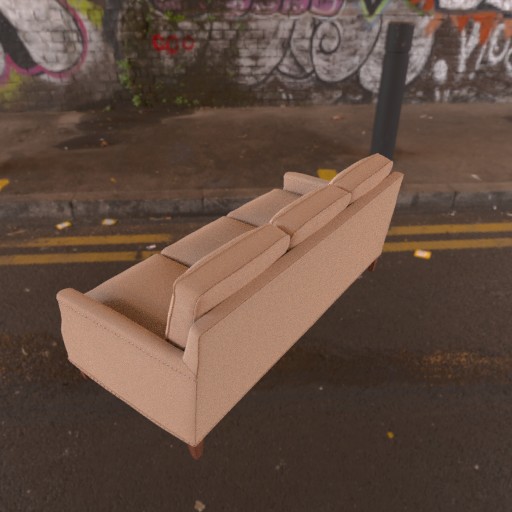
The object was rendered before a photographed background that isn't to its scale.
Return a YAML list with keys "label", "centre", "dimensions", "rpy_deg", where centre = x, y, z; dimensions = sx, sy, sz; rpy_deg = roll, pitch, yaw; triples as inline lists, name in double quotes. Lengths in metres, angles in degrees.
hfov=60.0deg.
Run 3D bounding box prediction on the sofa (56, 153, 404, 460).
- label: "sofa"
  centre: [0.000, 0.000, 2.881]
  dimensions: [1.084, 1.003, 2.246]
  rpy_deg: [21, 37, 30]
